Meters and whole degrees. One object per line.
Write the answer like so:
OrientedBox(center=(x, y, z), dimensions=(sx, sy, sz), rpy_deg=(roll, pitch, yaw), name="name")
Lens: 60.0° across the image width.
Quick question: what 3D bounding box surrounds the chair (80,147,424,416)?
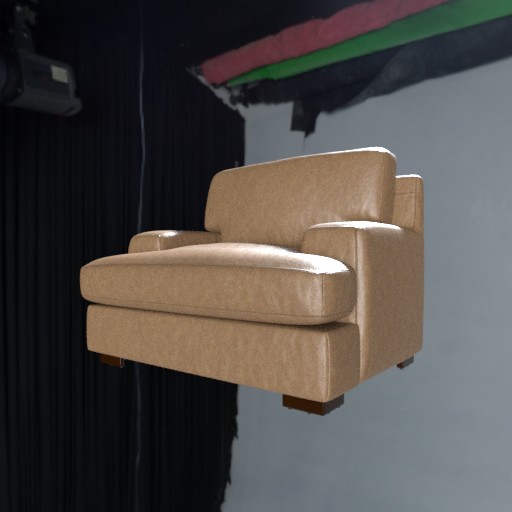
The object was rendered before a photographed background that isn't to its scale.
OrientedBox(center=(0.000, 0.000, 1.993), dimensions=(1.276, 0.978, 1.050), rpy_deg=(0, 0, 37), name="chair")
